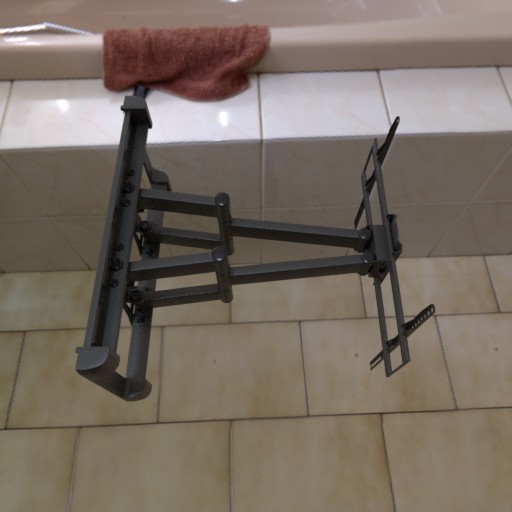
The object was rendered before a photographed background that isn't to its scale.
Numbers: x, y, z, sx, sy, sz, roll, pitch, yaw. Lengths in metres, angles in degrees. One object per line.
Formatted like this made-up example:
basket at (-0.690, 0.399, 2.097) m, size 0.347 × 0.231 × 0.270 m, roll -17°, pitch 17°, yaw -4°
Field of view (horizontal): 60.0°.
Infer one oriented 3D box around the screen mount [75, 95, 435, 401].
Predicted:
screen mount at (0.000, 0.000, 0.956) m, size 0.556 × 0.424 × 0.571 m, roll 0°, pitch 64°, yaw 0°
